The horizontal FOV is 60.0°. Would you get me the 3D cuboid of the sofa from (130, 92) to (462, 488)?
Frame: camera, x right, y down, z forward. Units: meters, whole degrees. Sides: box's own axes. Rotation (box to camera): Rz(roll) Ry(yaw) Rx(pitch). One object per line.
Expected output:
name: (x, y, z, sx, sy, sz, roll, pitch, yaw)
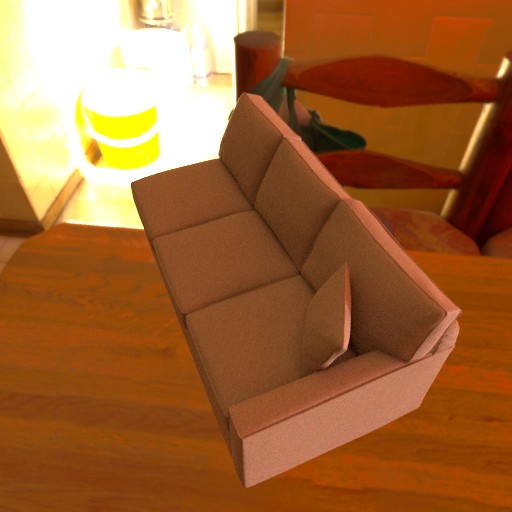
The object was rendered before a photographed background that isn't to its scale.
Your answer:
sofa: (0.000, 0.000, 2.483, 1.034, 0.946, 1.963, -17, 49, -16)
